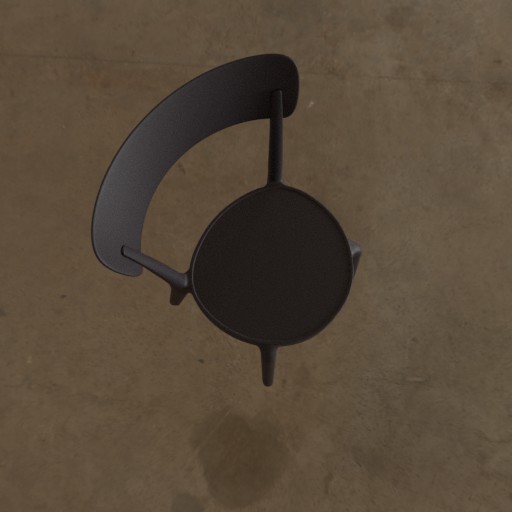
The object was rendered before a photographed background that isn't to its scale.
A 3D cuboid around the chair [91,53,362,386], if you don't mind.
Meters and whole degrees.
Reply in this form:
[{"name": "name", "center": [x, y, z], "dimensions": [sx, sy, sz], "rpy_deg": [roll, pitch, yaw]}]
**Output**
[{"name": "chair", "center": [0.000, 0.000, 1.118], "dimensions": [0.491, 0.790, 0.506], "rpy_deg": [39, 78, 10]}]
